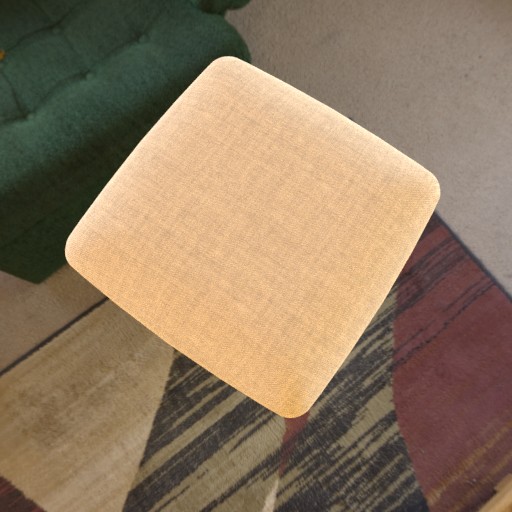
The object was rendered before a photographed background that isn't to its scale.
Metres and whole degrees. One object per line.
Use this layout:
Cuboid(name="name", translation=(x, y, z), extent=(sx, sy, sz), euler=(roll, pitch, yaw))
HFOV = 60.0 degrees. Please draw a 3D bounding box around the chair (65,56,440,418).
Cuboid(name="chair", translation=(0.000, 0.000, 0.698), extent=(0.350, 0.440, 0.350), euler=(34, 78, 8))
